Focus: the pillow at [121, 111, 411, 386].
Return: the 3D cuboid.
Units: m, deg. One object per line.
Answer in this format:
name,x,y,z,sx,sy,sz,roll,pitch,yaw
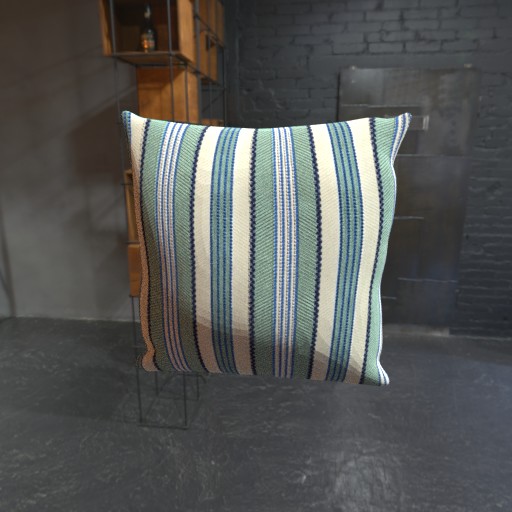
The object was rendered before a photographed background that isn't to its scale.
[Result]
pillow,0.000,0.000,0.700,0.440,0.441,0.182,2,15,8
